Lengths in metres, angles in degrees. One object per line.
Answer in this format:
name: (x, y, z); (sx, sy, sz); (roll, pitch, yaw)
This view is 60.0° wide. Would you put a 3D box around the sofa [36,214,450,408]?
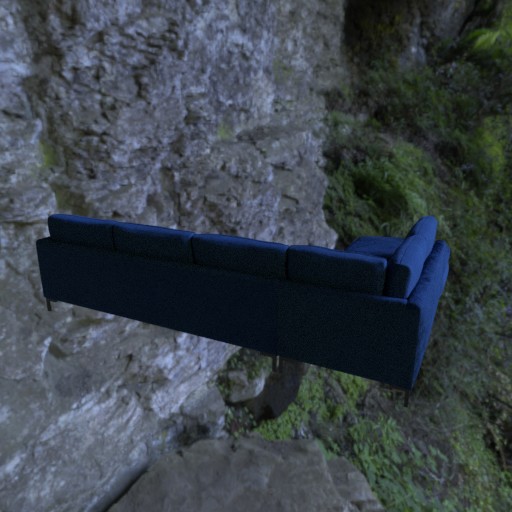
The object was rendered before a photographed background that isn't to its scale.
sofa: (0.000, 0.000, 3.771); (2.949, 0.815, 2.007); (8, 19, 25)
